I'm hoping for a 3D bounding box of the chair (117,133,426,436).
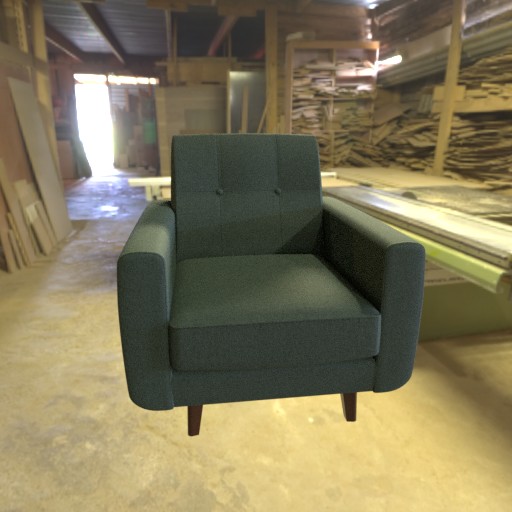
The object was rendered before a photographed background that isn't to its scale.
[{"bbox_3d":[0.000,0.000,1.582,0.831,0.841,0.909,-2,16,-8],"label":"chair"}]
